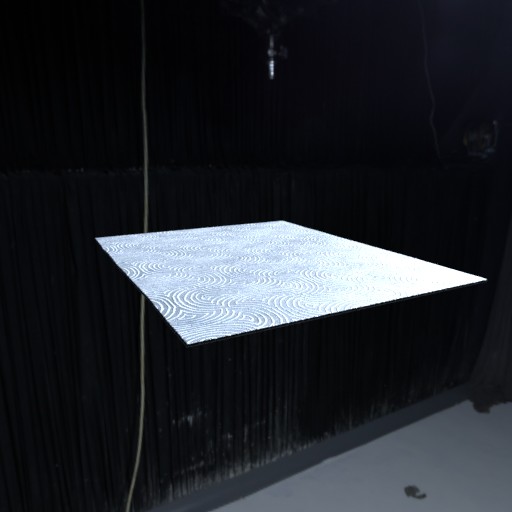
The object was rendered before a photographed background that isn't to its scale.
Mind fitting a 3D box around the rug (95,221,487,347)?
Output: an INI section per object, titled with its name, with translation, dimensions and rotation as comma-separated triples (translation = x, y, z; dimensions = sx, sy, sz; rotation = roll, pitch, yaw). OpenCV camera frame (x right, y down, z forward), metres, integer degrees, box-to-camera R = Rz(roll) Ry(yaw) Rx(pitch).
[rug]
translation = 0.000, 0.000, 4.171
dimensions = 2.456, 0.021, 3.042
rotation = -7, 16, -27
